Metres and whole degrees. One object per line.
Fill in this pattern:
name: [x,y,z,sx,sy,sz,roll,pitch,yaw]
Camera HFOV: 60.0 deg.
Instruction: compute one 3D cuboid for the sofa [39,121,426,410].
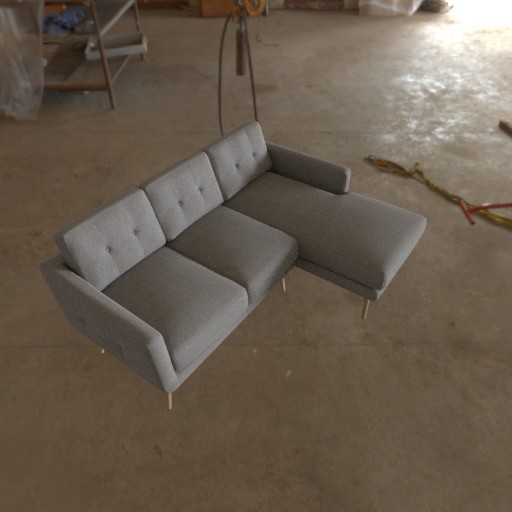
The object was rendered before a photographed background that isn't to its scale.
sofa: [0.000,0.000,2.819,1.530,0.860,2.040,25,46,26]
